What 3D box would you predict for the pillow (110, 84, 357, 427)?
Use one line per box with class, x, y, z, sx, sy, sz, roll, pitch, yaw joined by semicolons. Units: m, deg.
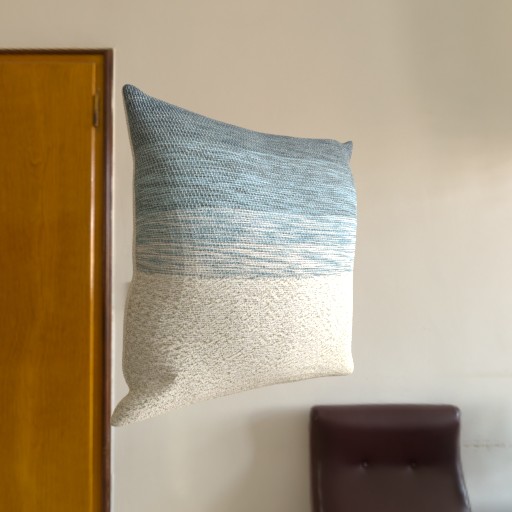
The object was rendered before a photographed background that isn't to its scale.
pillow;0.000;0.000;0.685;0.440;0.441;0.182;1;-1;-35
